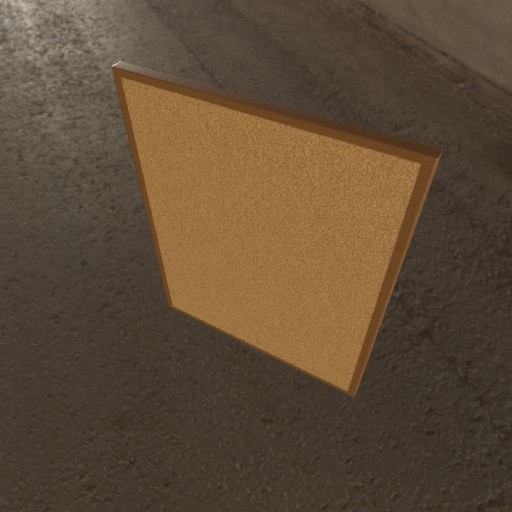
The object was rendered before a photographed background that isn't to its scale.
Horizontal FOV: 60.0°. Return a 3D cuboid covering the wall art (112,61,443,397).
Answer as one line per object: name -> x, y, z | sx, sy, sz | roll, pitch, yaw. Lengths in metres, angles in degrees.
wall art -> 0.000, 0.000, 0.744 | 0.449, 0.550, 0.021 | 22, 51, 20
